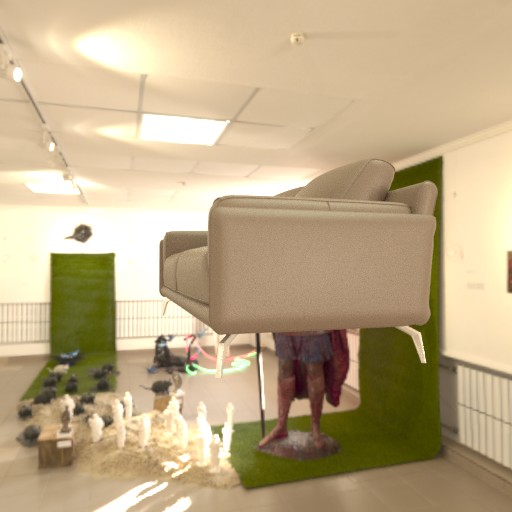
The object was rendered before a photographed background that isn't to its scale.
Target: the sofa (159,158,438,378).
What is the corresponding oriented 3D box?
[{"bbox_3d":[0.000,0.000,2.647,1.049,0.930,2.101,0,-1,-17],"label":"sofa"}]
